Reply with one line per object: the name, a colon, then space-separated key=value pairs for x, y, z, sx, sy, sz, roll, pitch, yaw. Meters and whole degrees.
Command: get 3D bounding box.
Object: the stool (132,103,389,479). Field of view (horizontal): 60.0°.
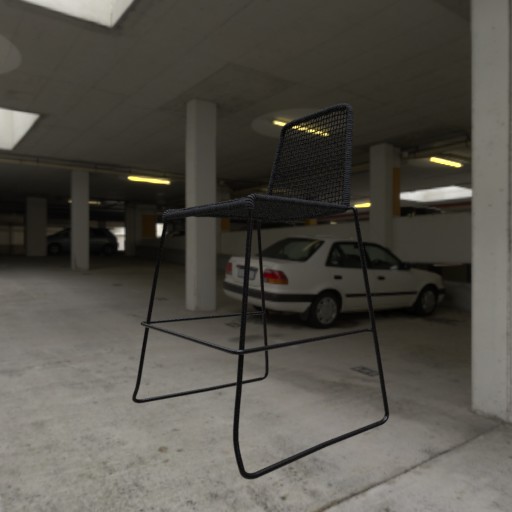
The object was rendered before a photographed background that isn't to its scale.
stool: x=0.000 y=0.000 z=1.263 sx=0.509 sy=0.905 sz=0.590 roll=0 pitch=0 yaw=-37
